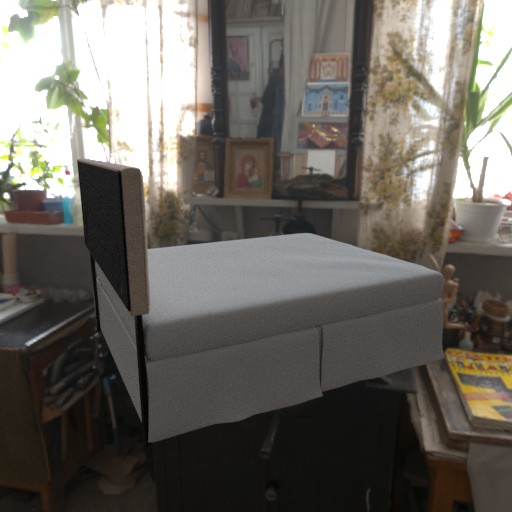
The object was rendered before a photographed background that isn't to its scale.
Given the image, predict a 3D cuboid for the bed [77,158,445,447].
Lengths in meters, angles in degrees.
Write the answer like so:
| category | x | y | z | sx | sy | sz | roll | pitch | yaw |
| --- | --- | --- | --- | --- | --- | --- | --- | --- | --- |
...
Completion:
| category | x | y | z | sx | sy | sz | roll | pitch | yaw |
| --- | --- | --- | --- | --- | --- | --- | --- | --- | --- |
| bed | 0.000 | 0.000 | 2.981 | 1.978 | 1.270 | 1.643 | -7 | 16 | -26 |
